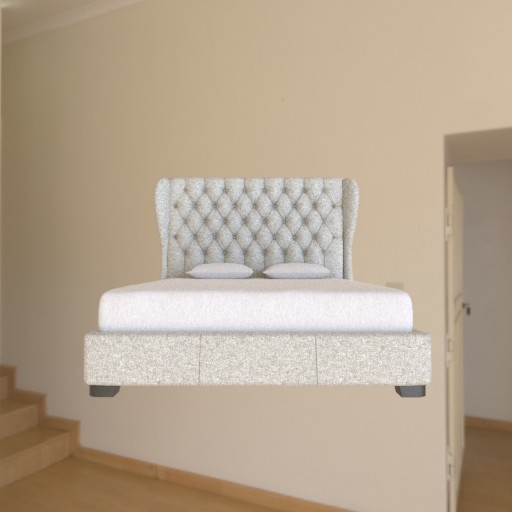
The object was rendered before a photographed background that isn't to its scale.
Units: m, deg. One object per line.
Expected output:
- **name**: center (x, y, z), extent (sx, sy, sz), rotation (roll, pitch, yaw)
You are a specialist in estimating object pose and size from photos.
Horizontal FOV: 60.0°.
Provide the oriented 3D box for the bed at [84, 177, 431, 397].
- **bed**: center (0.000, 0.000, 3.865), extent (2.219, 1.771, 2.347), rotation (0, -1, 0)
